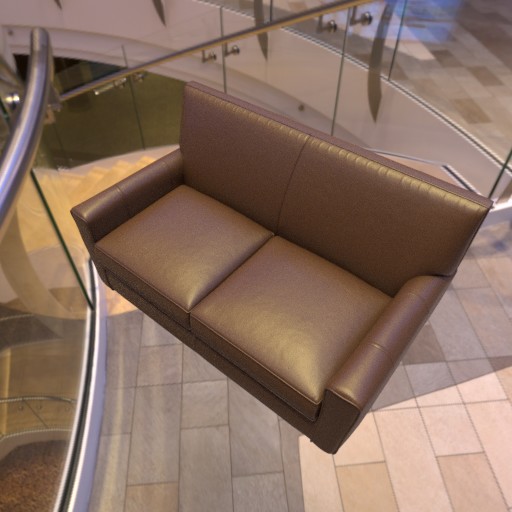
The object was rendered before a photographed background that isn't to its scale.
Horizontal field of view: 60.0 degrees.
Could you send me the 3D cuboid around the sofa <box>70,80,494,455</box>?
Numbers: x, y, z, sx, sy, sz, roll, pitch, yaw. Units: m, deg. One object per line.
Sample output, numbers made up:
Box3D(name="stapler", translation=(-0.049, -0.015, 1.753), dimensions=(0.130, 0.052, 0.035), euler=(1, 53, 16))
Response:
Box3D(name="sofa", translation=(0.000, 0.000, 1.947), dimensions=(1.468, 0.859, 0.853), euler=(30, 54, 25))
